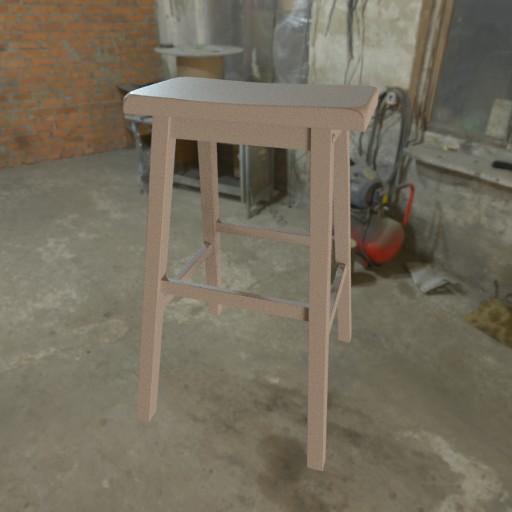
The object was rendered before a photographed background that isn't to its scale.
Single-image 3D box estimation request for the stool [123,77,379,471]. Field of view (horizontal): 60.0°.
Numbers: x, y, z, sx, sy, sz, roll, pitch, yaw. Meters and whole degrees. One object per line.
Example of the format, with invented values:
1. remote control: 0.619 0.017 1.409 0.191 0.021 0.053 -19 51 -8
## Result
1. stool: 0.000 0.000 1.035 0.457 0.737 0.476 9 31 16
